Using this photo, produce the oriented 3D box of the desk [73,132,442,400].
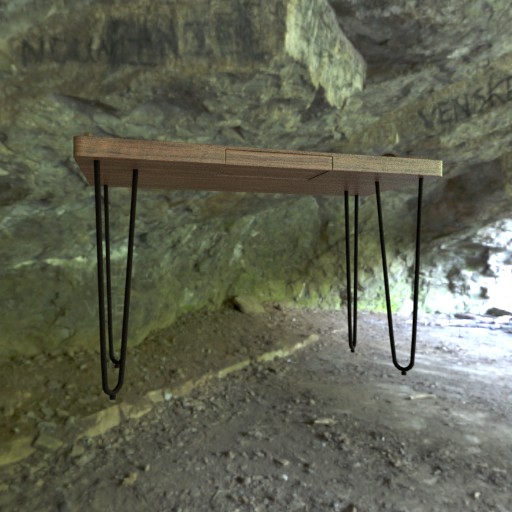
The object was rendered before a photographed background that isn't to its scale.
[{"bbox_3d":[0.000,0.000,1.642,1.200,0.854,0.565,0,0,-16],"label":"desk"}]
